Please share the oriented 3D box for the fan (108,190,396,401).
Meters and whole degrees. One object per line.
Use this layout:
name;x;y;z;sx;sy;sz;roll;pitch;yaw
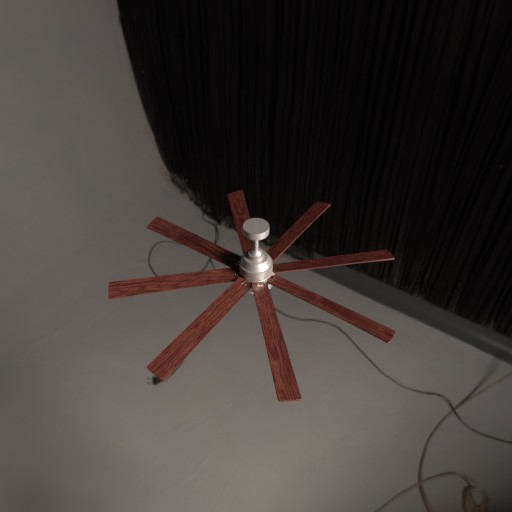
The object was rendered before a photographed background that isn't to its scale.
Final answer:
fan;0.000;0.000;2.736;1.830;0.472;1.830;25;48;25
